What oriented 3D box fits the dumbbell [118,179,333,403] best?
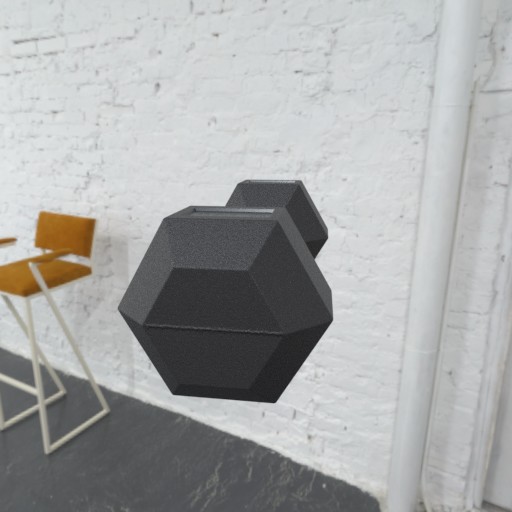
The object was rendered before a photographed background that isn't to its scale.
[{"bbox_3d":[0.000,0.000,0.430,0.141,0.123,0.356,2,14,8],"label":"dumbbell"}]
